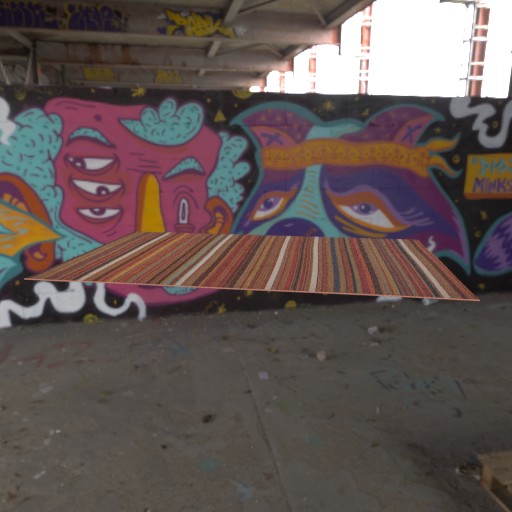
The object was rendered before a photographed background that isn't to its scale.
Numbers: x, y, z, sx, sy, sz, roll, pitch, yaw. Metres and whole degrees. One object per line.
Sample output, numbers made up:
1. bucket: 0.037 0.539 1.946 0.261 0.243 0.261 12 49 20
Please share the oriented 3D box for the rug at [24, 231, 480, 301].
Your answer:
1. rug: 0.000 0.000 3.060 2.438 0.008 1.523 2 13 9
